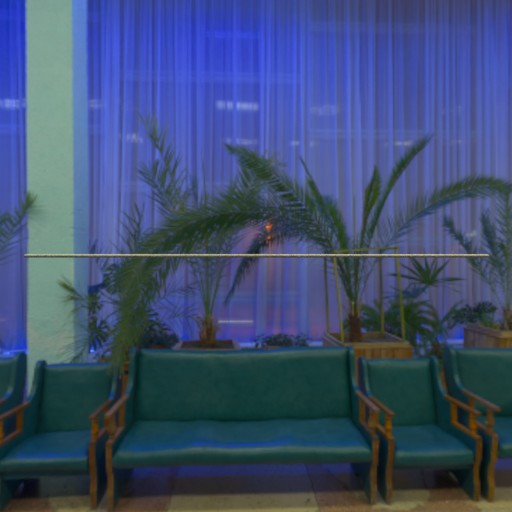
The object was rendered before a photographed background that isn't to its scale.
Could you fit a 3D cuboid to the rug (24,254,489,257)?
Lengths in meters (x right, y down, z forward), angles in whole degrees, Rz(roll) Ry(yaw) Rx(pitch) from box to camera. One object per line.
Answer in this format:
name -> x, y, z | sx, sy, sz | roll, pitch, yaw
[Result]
rug -> 0.000, 0.000, 2.790 | 2.132, 0.015, 1.526 | 0, 0, -1
